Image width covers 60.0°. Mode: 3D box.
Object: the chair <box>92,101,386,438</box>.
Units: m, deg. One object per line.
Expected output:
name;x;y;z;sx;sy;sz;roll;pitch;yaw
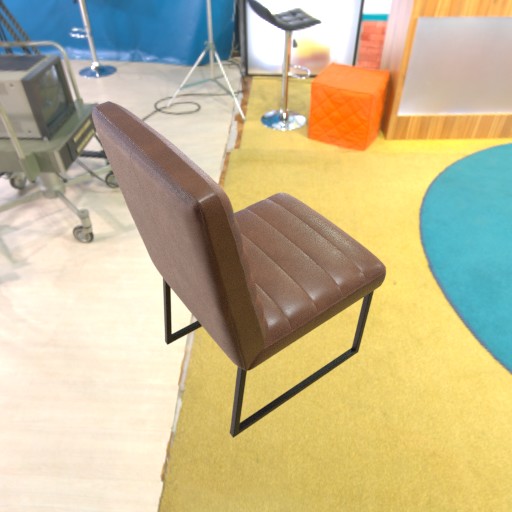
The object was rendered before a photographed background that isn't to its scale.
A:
chair;0.000;0.000;1.334;0.634;0.930;0.520;-26;48;-26
